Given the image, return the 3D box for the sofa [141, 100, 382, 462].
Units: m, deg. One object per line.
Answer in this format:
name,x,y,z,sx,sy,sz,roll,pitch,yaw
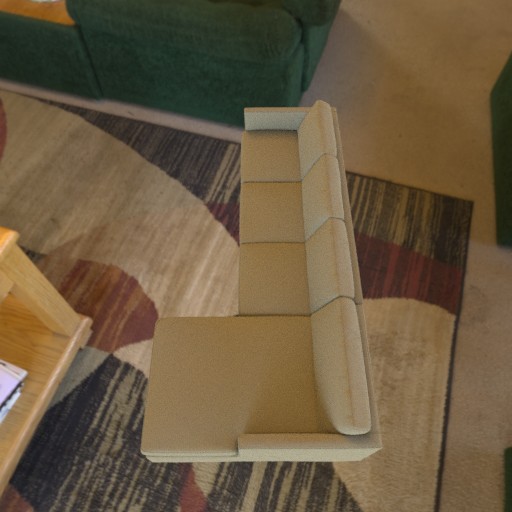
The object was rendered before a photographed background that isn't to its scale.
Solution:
sofa,0.000,0.000,3.835,1.622,0.867,3.177,0,59,0
